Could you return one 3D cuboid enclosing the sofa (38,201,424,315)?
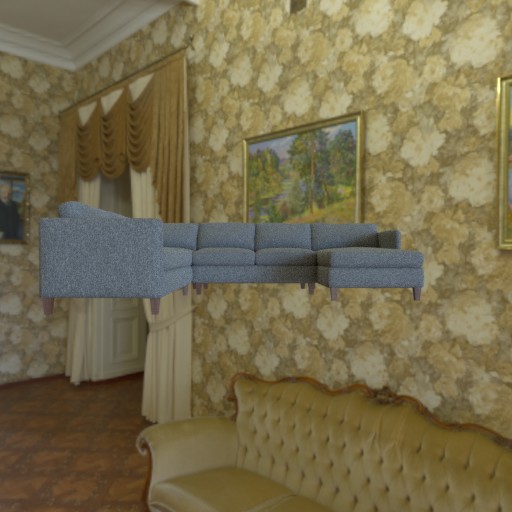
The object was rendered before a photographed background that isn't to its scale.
[{"bbox_3d":[0.000,0.000,4.477,3.238,0.853,2.551,0,0,-1],"label":"sofa"}]
